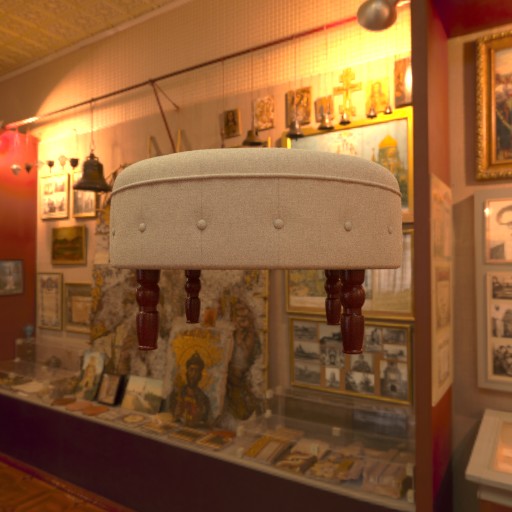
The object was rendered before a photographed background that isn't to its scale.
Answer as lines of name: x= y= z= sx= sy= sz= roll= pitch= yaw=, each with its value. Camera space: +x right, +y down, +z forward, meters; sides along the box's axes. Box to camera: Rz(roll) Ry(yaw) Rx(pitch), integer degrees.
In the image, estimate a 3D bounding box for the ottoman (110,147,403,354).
ottoman: x=0.000 y=0.000 z=1.351 sx=0.849 sy=0.478 sz=0.849 roll=0 pitch=-1 yaw=0
